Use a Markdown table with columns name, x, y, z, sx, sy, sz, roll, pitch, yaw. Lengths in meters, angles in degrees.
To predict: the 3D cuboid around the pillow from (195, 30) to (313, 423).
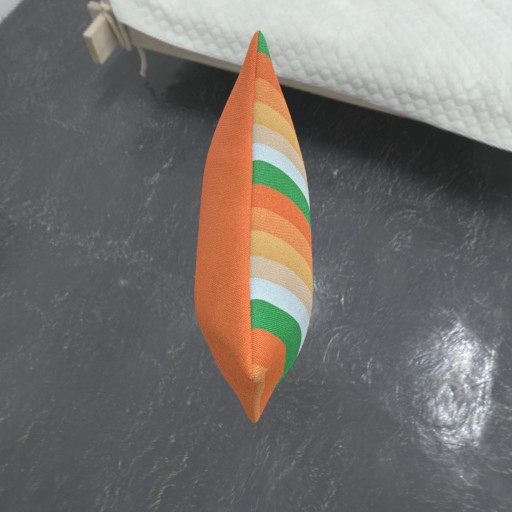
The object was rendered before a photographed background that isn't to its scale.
| name | x | y | z | sx | sy | sz | roll | pitch | yaw |
| --- | --- | --- | --- | --- | --- | --- | --- | --- | --- |
| pillow | 0.000 | 0.000 | 0.690 | 0.169 | 0.444 | 0.453 | 1 | 65 | 0 |
